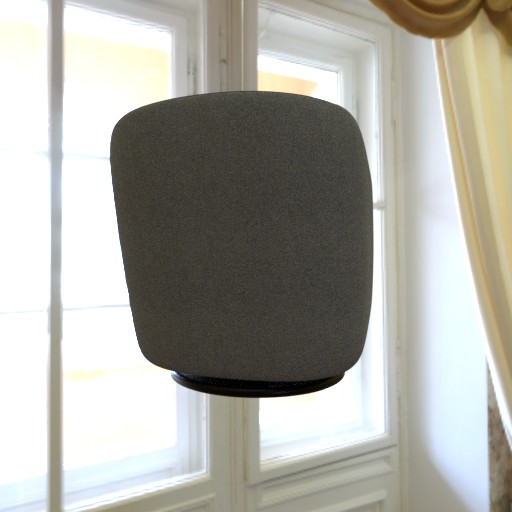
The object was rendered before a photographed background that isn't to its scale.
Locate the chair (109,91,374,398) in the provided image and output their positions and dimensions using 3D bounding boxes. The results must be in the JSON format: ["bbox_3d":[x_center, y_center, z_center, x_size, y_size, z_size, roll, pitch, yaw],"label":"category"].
[{"bbox_3d":[0.000,0.000,1.627,0.822,0.861,0.986,0,0,18],"label":"chair"}]
